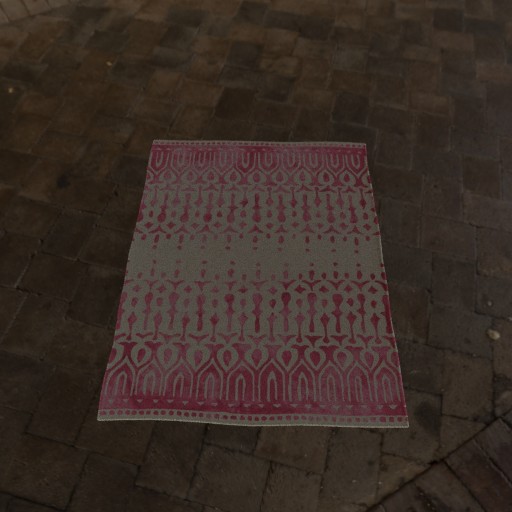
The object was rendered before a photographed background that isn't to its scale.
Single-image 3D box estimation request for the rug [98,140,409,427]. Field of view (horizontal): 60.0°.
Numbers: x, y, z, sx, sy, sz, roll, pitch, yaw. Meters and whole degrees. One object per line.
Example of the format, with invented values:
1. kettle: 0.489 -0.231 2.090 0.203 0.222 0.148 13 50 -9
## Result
1. rug: 0.000 0.000 4.250 2.441 0.016 3.095 1 58 1
